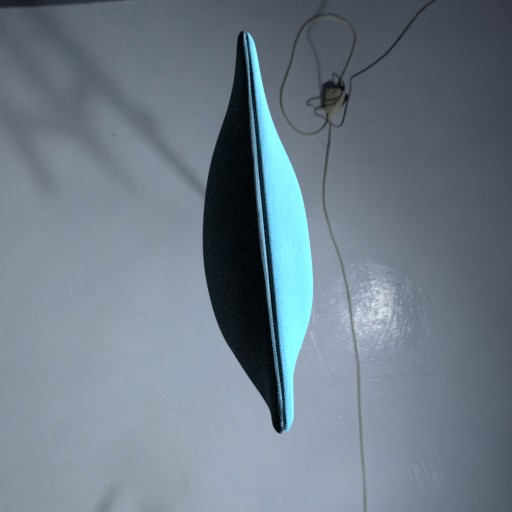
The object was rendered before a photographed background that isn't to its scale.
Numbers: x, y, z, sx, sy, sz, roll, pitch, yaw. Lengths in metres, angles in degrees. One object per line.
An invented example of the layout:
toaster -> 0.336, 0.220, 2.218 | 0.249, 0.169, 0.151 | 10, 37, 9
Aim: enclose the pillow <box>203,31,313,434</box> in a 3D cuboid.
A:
pillow -> 0.000, 0.000, 0.648 | 0.151, 0.415, 0.433 | -5, 77, -1
